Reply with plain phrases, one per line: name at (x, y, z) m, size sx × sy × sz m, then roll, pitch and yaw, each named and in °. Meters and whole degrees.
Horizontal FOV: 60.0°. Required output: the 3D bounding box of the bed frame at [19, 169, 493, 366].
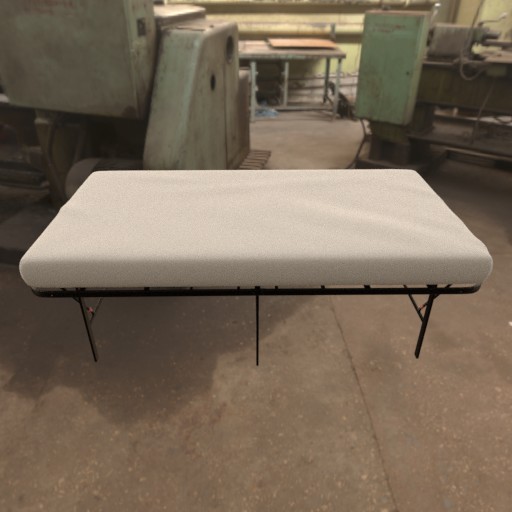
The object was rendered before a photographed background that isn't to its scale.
bed frame at (0.000, 0.000, 2.288) m, size 1.903 × 0.619 × 0.989 m, roll 0°, pitch 32°, yaw -1°
